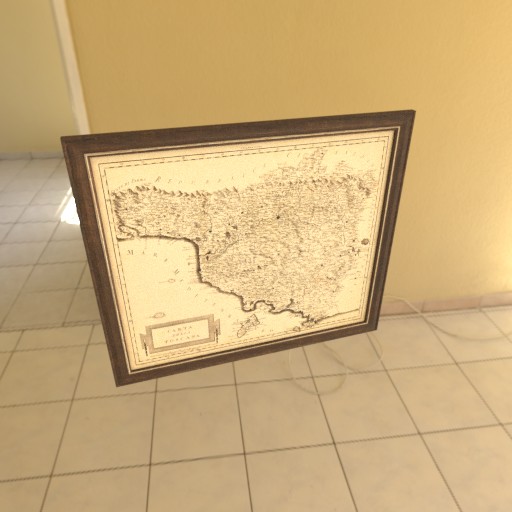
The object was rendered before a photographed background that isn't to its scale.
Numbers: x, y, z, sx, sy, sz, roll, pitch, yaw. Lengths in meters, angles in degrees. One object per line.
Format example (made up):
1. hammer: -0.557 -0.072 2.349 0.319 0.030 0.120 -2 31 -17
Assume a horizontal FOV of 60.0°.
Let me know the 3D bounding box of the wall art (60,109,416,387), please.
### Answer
1. wall art: 0.000 0.000 1.473 1.033 0.875 0.023 -9 32 -15
